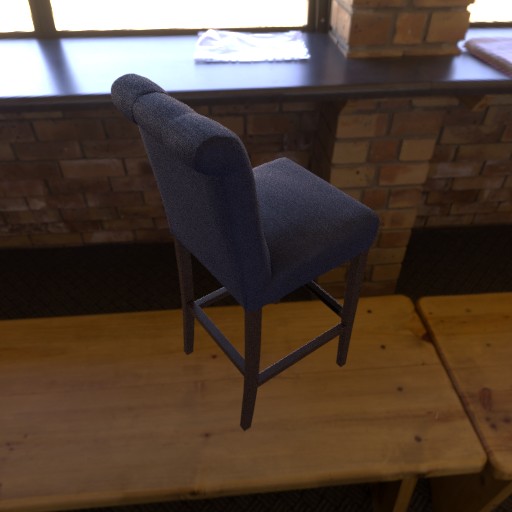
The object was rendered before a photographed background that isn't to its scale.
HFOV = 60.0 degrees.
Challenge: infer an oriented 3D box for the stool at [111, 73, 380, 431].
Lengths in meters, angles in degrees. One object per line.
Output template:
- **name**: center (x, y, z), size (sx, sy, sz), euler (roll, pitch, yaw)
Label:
- **stool**: center (0.000, 0.000, 1.447), size (0.601, 1.140, 0.493), euler (-25, 47, -27)
